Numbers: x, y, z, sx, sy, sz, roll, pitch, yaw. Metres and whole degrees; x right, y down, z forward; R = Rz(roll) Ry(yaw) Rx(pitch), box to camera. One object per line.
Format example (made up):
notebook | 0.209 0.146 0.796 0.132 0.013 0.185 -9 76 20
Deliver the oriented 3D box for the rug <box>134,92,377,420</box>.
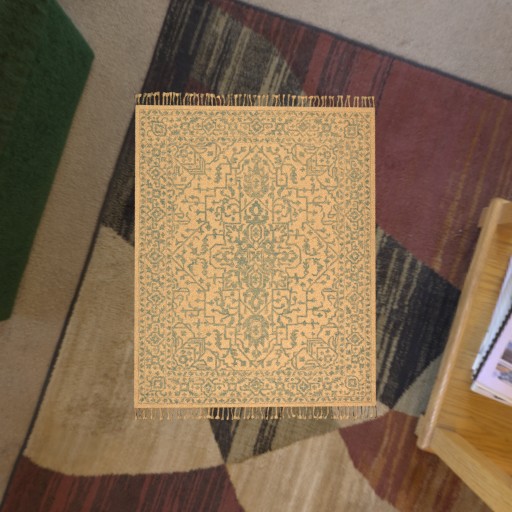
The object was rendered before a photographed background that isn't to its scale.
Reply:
rug | 0.000 0.000 4.498 2.464 0.010 3.327 0 89 -2
